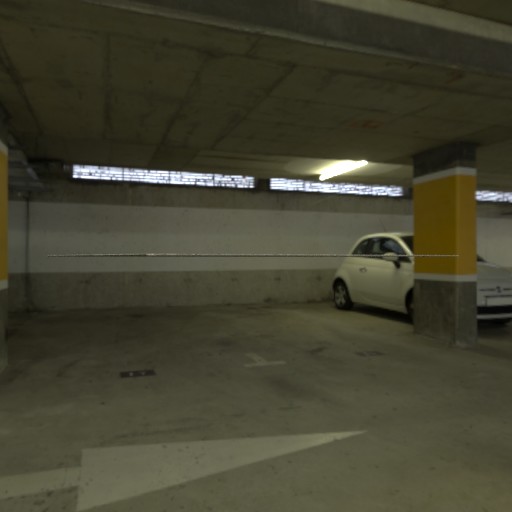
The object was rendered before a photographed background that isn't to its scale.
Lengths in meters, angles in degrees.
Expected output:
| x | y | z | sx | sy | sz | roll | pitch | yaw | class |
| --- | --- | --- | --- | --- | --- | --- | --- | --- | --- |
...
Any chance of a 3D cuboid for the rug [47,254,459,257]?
| x | y | z | sx | sy | sz | roll | pitch | yaw | class |
| --- | --- | --- | --- | --- | --- | --- | --- | --- | --- |
| 0.000 | 0.000 | 2.949 | 2.238 | 0.008 | 1.593 | 0 | 0 | -37 | rug |
